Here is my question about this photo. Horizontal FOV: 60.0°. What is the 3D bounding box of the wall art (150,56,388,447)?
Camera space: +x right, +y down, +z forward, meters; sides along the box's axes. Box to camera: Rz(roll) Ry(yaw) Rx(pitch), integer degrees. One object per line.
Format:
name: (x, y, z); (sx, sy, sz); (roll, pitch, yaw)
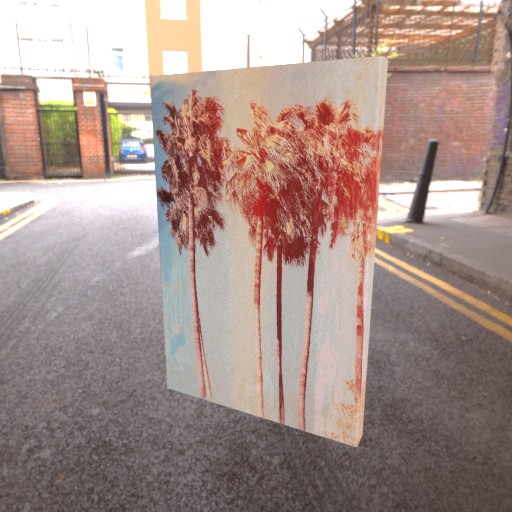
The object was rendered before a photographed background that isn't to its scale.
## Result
wall art: (0.000, 0.000, 0.773); (0.401, 0.610, 0.038); (7, 16, 27)
